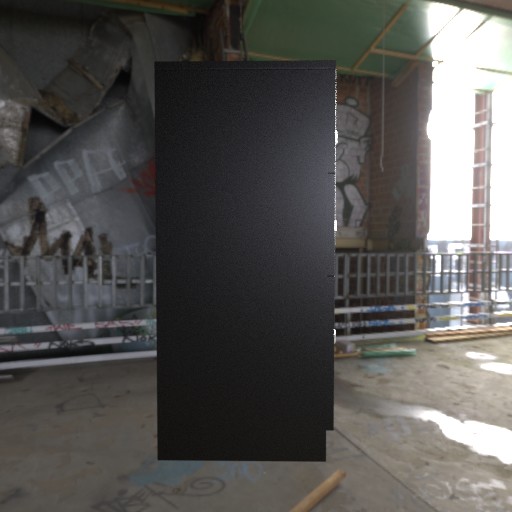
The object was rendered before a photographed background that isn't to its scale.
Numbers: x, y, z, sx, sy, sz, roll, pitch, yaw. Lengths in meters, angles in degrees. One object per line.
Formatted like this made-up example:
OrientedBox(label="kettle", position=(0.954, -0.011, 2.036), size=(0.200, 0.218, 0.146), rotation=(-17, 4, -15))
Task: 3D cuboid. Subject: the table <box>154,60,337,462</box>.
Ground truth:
OrientedBox(label="table", position=(0.000, 0.000, 1.338), size=(0.380, 0.790, 0.930), rotation=(0, 2, 1))
